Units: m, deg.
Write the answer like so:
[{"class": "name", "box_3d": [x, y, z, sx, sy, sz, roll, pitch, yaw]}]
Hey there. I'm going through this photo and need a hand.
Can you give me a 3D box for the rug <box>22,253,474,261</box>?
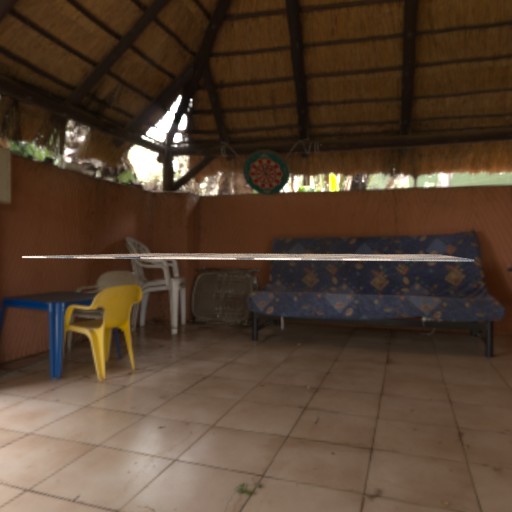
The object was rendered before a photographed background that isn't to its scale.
[{"class": "rug", "box_3d": [0.000, 0.000, 2.961, 2.423, 0.008, 1.513, 0, 1, 18]}]
